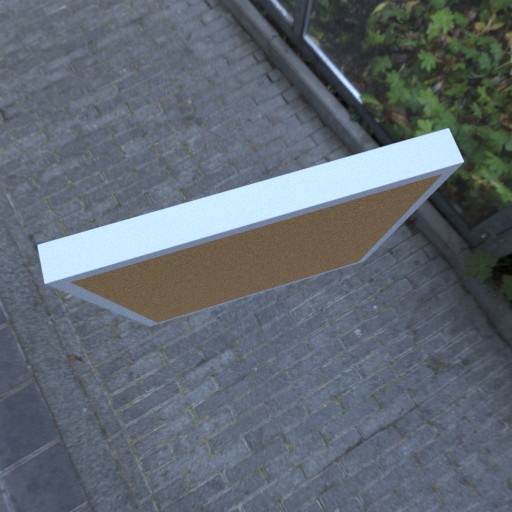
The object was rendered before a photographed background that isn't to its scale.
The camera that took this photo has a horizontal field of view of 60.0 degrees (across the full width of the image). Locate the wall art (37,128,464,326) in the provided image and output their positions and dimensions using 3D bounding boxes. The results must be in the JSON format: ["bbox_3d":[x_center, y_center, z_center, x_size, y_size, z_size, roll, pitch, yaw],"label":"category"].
[{"bbox_3d":[0.000,0.000,0.611,0.406,0.406,0.038,-17,76,-4],"label":"wall art"}]
